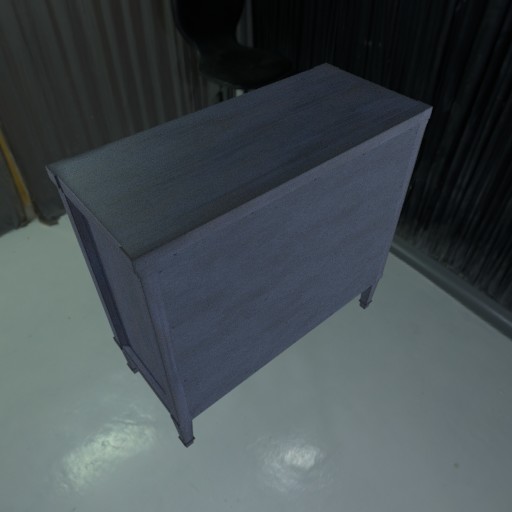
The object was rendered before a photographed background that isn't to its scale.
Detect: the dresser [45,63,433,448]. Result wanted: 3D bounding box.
[{"bbox_3d":[0.000,0.000,1.608,1.049,0.986,0.463,-31,52,-27],"label":"dresser"}]
